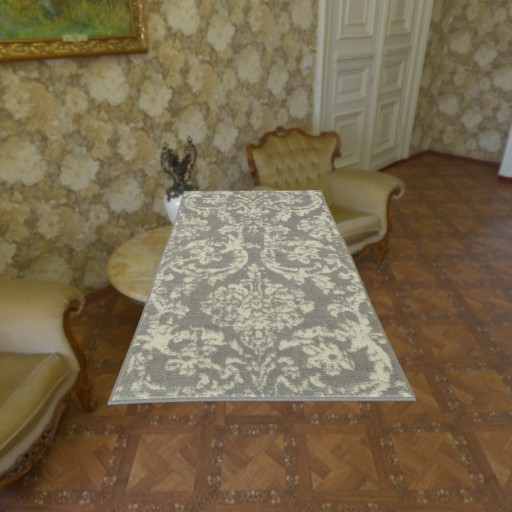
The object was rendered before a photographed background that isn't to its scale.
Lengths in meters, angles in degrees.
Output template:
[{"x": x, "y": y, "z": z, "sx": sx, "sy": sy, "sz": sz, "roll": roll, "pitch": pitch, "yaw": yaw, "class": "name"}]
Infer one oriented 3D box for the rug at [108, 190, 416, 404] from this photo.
[{"x": 0.000, "y": 0.000, "z": 1.402, "sx": 0.604, "sy": 0.007, "sz": 1.219, "roll": -1, "pitch": 28, "yaw": -1, "class": "rug"}]
